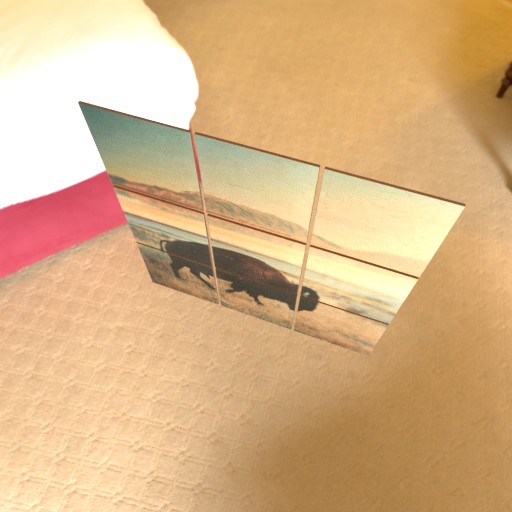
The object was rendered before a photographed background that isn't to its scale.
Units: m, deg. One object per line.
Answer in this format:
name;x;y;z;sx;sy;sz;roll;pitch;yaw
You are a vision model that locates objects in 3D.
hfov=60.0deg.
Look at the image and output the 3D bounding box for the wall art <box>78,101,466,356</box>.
wall art;0.000;0.000;2.311;1.533;1.532;0.019;17;60;11
